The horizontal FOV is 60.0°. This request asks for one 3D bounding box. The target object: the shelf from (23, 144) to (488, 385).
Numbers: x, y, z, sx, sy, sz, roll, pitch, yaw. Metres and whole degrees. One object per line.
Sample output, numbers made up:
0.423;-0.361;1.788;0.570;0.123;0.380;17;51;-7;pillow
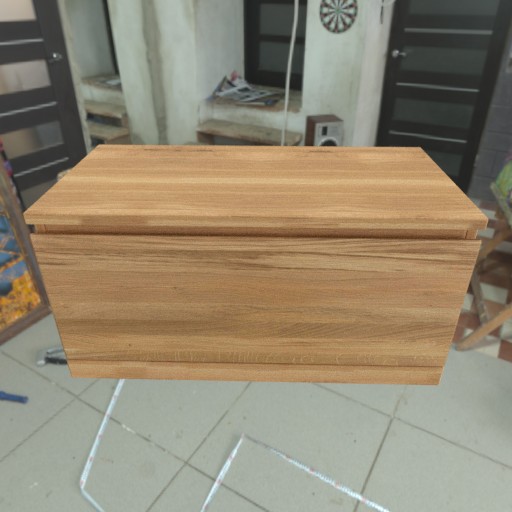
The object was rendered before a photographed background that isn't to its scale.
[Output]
0.000;0.000;1.033;0.800;0.400;0.400;1;31;1;shelf
